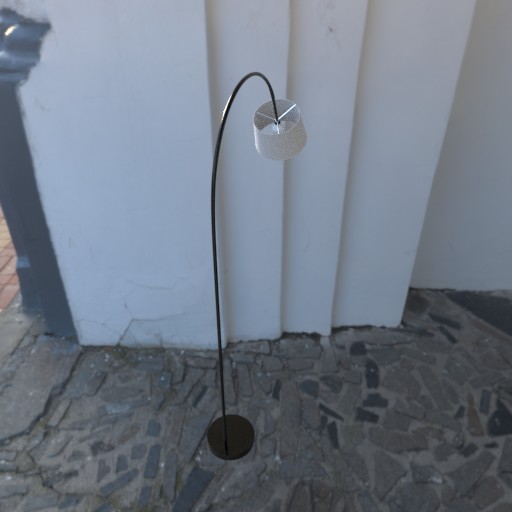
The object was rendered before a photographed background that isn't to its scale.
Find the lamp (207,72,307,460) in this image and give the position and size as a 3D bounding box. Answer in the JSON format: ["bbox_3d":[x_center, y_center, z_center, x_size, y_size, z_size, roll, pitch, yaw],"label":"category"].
[{"bbox_3d":[0.000,0.000,2.682,0.331,2.104,1.363,9,33,14],"label":"lamp"}]
